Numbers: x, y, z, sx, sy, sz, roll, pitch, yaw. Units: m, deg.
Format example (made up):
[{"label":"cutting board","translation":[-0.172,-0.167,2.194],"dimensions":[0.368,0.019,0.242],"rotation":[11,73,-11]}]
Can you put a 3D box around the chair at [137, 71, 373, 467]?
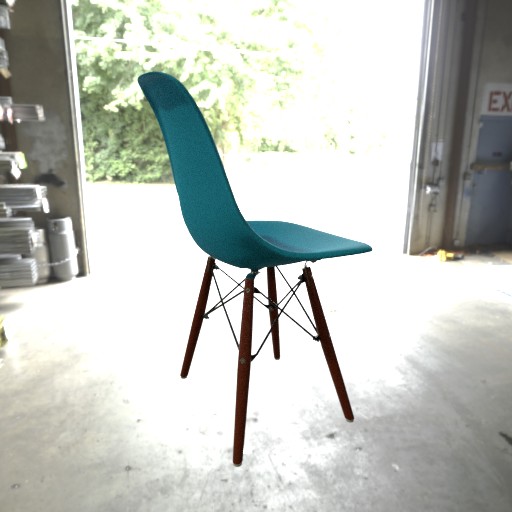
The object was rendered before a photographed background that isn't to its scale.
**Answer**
[{"label":"chair","translation":[0.000,0.000,1.126],"dimensions":[0.533,0.826,0.470],"rotation":[-7,16,-26]}]
